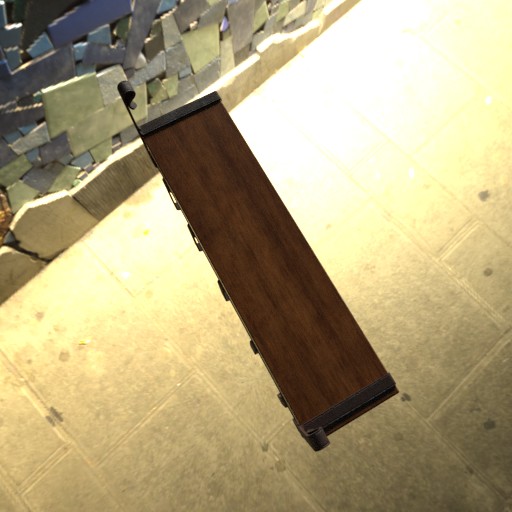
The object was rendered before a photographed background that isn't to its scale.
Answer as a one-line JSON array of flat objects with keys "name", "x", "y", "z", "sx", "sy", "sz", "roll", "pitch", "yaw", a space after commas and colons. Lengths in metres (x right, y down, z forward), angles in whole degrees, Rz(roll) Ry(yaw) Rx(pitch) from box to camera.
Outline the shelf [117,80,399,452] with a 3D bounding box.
[{"name": "shelf", "x": 0.000, "y": 0.000, "z": 0.711, "sx": 0.146, "sy": 0.330, "sz": 0.567, "roll": -28, "pitch": 76, "yaw": -7}]
